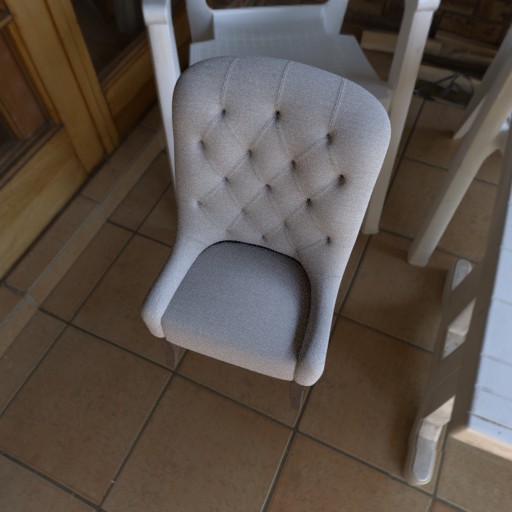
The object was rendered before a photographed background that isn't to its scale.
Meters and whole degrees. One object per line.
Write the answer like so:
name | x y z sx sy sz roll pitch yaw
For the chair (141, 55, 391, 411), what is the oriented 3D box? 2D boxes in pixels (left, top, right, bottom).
chair | 0.000 0.000 1.502 0.634 1.091 0.629 16 60 10
